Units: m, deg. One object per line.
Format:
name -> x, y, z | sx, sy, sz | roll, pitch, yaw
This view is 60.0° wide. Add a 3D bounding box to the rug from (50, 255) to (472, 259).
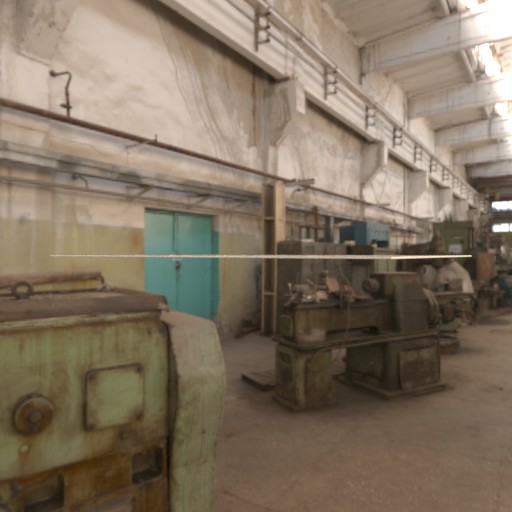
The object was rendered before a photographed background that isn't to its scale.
rug -> 0.000, 0.000, 2.868 | 2.284, 0.008, 1.522 | 0, 0, 36
